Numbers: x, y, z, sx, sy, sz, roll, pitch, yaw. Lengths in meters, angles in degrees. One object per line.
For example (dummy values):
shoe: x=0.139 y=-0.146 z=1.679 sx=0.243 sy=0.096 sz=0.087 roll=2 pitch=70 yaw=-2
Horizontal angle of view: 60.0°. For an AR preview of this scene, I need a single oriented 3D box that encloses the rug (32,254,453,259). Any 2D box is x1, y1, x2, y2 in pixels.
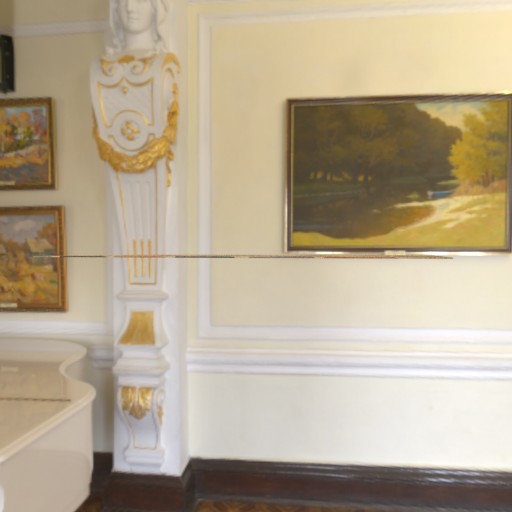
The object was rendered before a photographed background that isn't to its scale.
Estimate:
rug: x=0.000 y=0.000 z=2.976 sx=2.284 sy=0.006 sz=1.521 roll=0 pitch=1 yaw=18
